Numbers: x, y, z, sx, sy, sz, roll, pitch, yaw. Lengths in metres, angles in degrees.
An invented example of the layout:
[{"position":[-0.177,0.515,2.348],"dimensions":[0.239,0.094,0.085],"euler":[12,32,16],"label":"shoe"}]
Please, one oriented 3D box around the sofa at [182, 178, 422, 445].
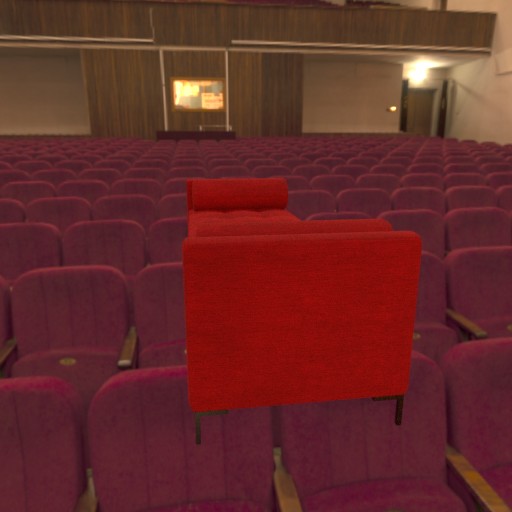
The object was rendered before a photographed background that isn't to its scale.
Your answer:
[{"position":[0.000,0.000,2.235],"dimensions":[0.686,0.635,1.981],"euler":[-2,15,-8],"label":"sofa"}]
